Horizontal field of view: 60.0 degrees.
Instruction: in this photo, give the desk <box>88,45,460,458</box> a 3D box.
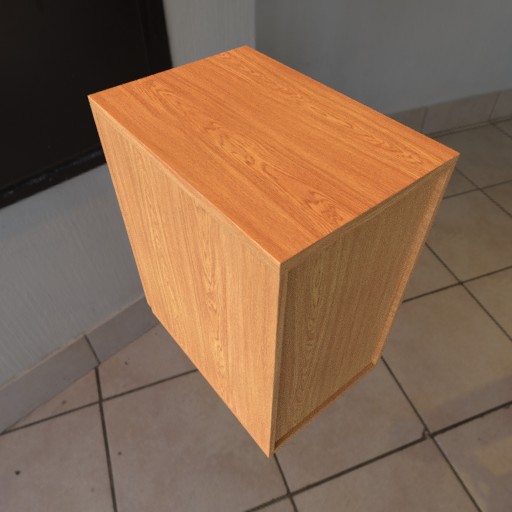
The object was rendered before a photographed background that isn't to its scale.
[{"bbox_3d":[0.000,0.000,1.087,0.404,0.730,0.600,-30,54,-26],"label":"desk"}]
